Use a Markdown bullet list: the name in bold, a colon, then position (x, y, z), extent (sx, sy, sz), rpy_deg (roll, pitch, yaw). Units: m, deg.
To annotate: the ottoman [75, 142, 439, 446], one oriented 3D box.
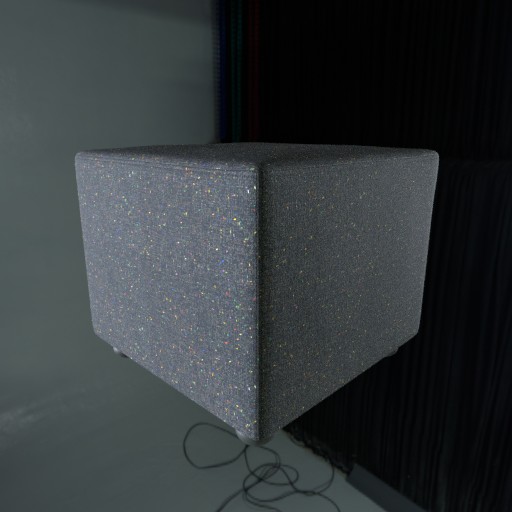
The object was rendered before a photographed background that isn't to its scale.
- **ottoman**: position (0.000, 0.000, 0.889), extent (0.508, 0.432, 0.508), rpy_deg (15, 22, 43)
